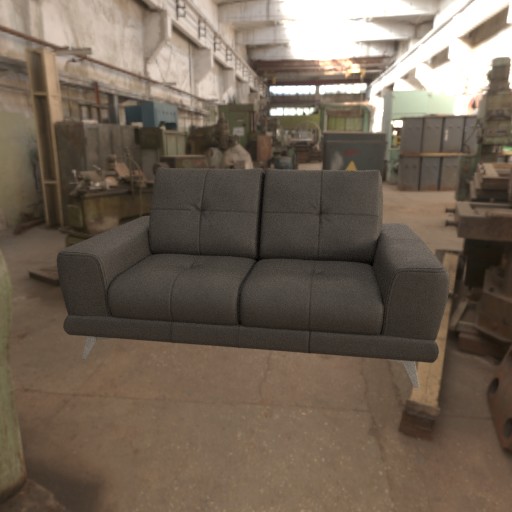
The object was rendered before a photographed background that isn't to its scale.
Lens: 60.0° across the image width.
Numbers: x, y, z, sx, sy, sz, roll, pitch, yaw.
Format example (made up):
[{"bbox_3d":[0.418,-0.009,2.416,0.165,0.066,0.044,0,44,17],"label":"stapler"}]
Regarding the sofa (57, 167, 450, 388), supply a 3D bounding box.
[{"bbox_3d":[0.000,0.000,2.430,1.806,0.907,1.018,2,15,9],"label":"sofa"}]
